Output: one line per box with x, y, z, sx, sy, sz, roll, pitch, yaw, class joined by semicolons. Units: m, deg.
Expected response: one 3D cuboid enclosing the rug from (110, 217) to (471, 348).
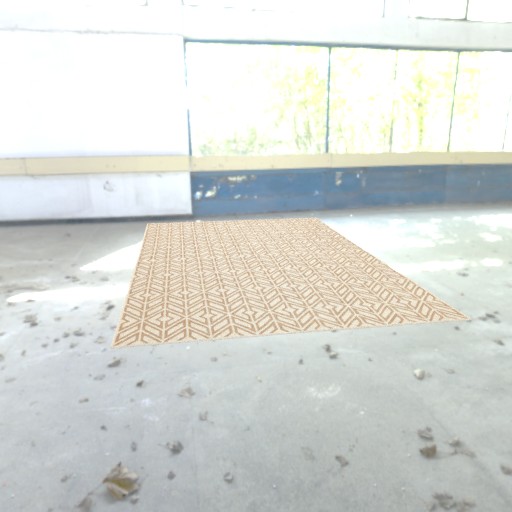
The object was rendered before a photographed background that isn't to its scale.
0.000;0.000;2.319;1.220;0.007;1.828;-3;17;-9;rug
